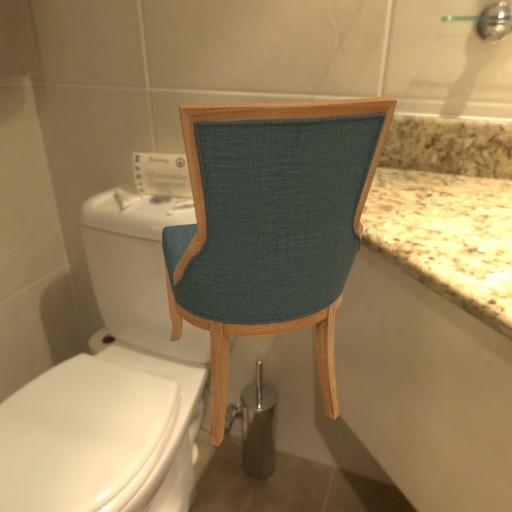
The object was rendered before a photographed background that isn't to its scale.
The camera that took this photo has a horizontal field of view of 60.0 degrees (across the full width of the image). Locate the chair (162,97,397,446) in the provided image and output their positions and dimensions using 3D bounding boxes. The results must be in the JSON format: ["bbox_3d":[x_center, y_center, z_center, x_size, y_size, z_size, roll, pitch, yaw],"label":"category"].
[{"bbox_3d":[0.000,0.000,1.332,0.524,0.947,0.641,-7,27,-14],"label":"chair"}]
